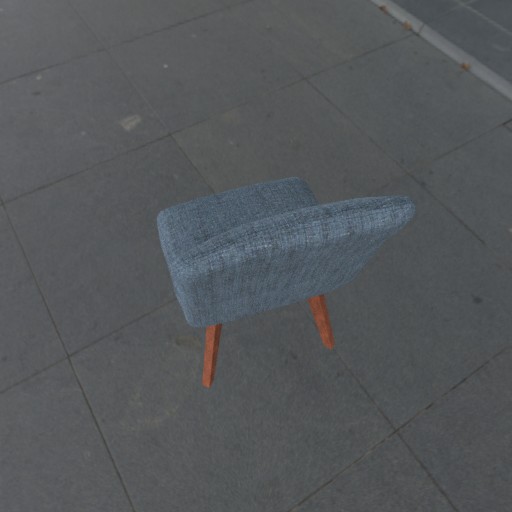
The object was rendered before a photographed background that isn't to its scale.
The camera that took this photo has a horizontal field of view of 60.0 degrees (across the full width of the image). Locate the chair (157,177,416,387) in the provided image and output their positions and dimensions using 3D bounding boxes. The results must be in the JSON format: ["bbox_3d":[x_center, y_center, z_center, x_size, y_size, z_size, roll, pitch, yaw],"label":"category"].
[{"bbox_3d":[0.000,0.000,1.311,0.522,0.974,0.563,-15,60,-9],"label":"chair"}]
